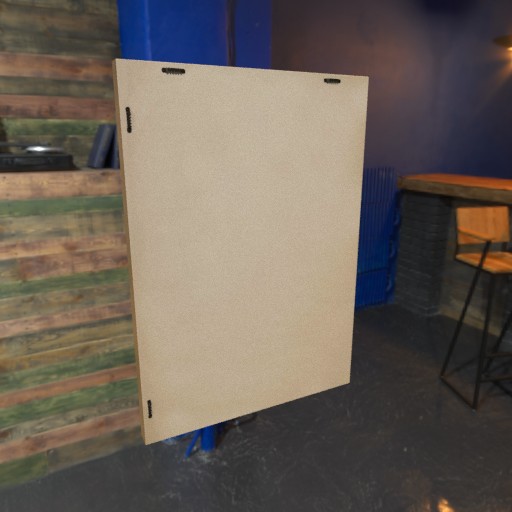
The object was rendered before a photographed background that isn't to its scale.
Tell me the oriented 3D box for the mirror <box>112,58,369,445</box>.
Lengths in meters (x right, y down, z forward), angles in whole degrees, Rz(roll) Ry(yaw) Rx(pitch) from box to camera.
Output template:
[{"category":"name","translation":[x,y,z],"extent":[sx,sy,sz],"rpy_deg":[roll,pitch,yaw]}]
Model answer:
[{"category":"mirror","translation":[0.000,0.000,0.910],"extent":[0.508,0.711,0.039],"rpy_deg":[-8,17,-26]}]
